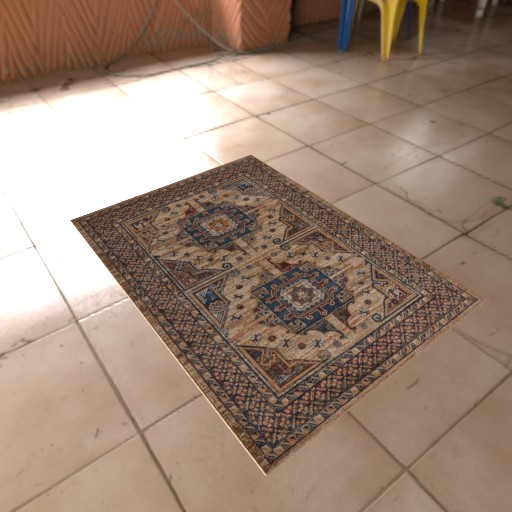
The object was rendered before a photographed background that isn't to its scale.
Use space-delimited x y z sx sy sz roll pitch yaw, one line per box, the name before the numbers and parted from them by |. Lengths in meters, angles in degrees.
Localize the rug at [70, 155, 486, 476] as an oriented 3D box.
rug | 0.000 0.000 2.831 1.611 0.008 2.227 -26 47 -28
